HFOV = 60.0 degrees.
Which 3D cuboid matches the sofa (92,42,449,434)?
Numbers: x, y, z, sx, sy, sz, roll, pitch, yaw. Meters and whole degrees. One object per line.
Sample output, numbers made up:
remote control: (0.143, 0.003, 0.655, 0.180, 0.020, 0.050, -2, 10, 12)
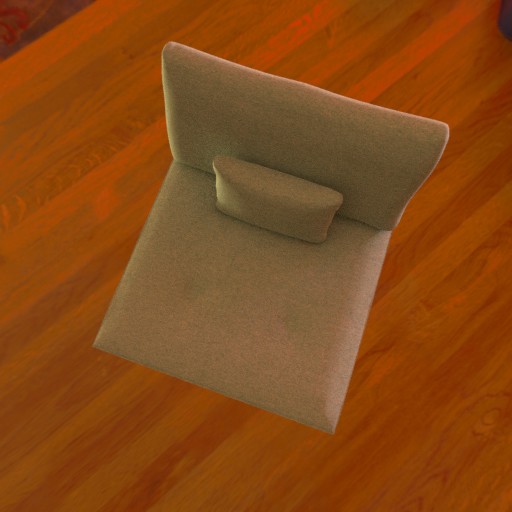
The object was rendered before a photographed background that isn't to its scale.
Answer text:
sofa: (0.000, 0.000, 1.605, 0.930, 0.820, 1.000, 19, 76, 5)
